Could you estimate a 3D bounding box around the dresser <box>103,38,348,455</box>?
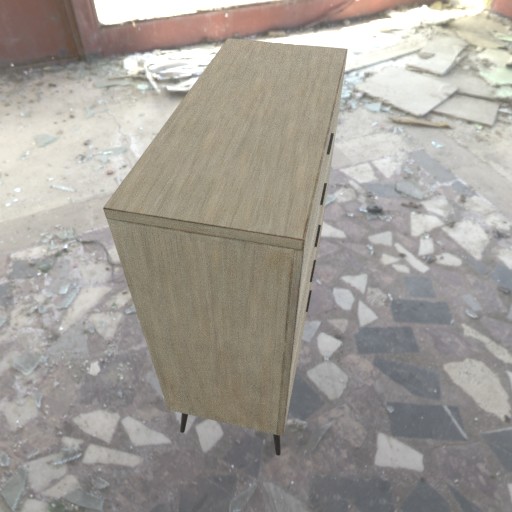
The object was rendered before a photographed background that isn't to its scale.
[{"bbox_3d":[0.000,0.000,1.717,0.457,1.219,1.016,9,47,9],"label":"dresser"}]
